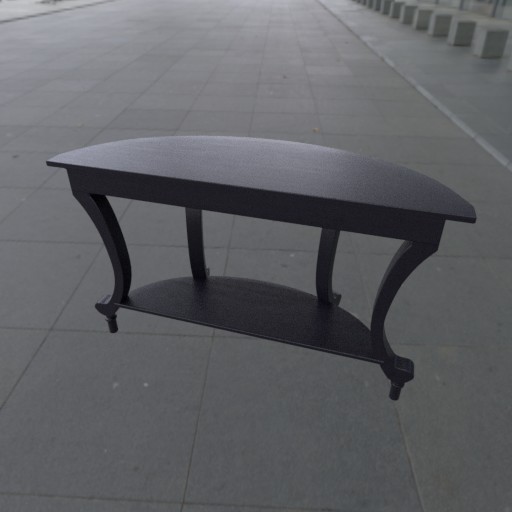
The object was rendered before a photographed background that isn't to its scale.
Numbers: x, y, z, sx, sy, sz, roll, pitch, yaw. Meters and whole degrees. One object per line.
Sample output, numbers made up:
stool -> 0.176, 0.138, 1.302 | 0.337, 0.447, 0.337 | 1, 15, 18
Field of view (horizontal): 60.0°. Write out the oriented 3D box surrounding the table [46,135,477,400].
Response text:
table -> 0.000, 0.000, 1.524 | 1.198, 0.692, 0.394 | 10, 34, 15
